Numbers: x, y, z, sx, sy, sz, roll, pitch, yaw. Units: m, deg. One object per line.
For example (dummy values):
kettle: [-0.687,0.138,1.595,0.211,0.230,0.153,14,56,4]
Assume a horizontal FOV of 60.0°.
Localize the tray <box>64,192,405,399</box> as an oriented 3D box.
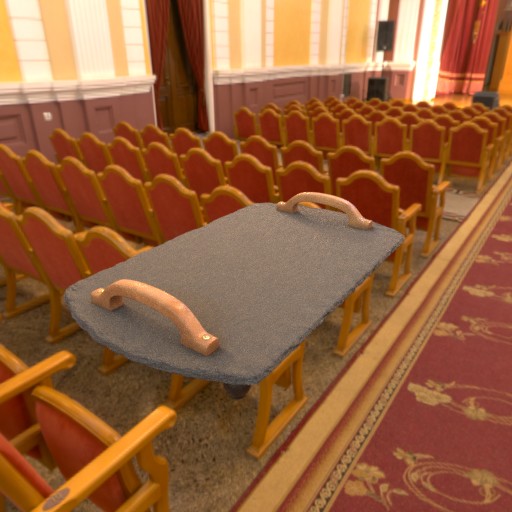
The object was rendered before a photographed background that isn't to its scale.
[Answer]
tray: [0.000,0.000,0.482,0.231,0.062,0.387,16,29,31]
